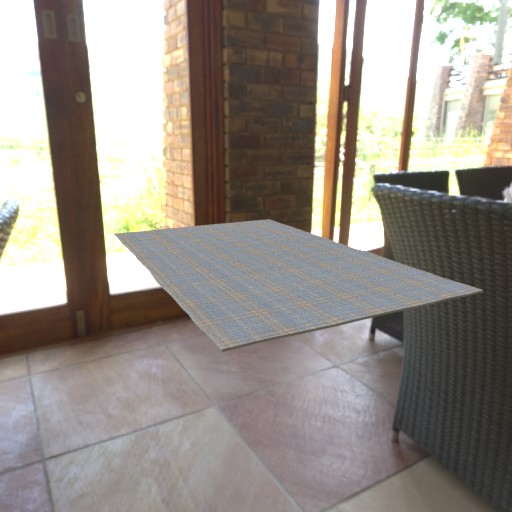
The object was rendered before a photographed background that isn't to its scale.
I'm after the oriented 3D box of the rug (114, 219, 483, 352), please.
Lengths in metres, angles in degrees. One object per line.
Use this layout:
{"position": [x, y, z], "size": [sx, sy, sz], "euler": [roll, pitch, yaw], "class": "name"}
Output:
{"position": [0.000, 0.000, 3.132], "size": [1.545, 0.016, 2.460], "euler": [-7, 17, -26], "class": "rug"}
